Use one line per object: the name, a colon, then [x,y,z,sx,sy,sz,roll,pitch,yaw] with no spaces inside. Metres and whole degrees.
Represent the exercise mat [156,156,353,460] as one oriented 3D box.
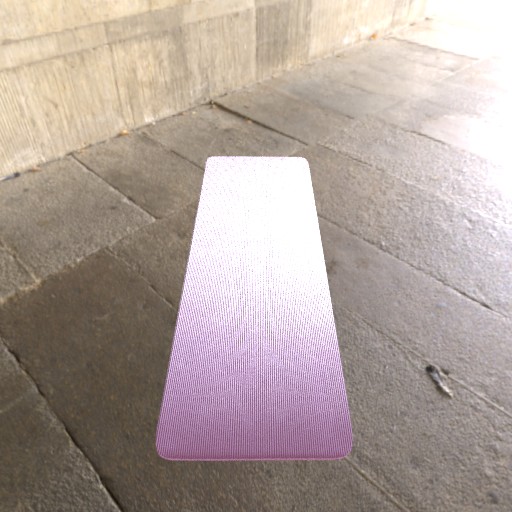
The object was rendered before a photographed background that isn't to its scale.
exercise mat: [0.000,0.000,2.040,0.616,0.021,1.869,0,41,0]
